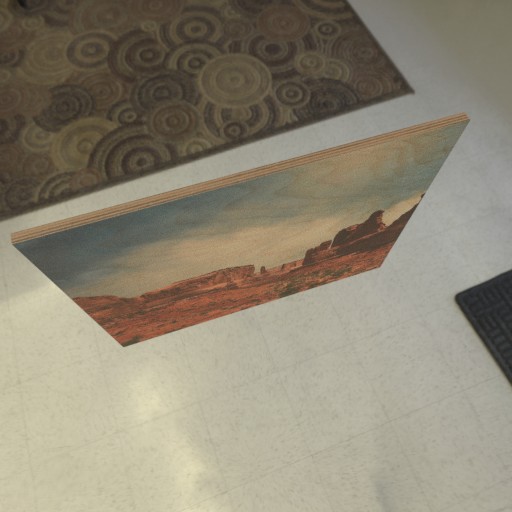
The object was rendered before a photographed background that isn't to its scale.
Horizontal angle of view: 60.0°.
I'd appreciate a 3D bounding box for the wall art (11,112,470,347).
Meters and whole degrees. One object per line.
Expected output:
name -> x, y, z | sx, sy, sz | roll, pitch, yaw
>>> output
wall art -> 0.000, 0.000, 0.654 | 0.508, 0.406, 0.013 | -16, 65, -8
